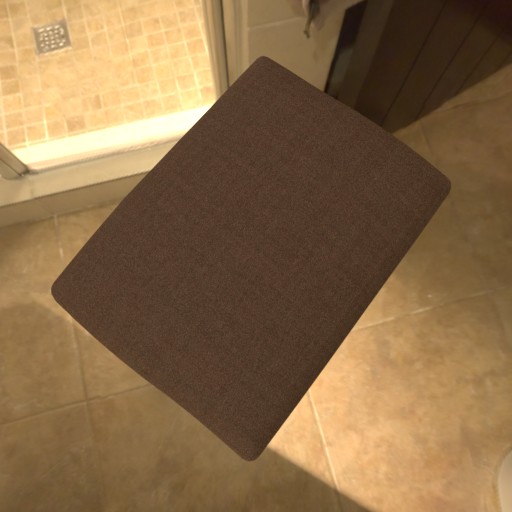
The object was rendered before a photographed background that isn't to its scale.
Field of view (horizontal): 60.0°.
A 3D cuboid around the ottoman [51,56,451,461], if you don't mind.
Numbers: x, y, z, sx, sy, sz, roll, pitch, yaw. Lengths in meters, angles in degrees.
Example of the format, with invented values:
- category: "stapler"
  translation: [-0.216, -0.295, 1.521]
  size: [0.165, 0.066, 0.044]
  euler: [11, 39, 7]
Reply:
- category: "ottoman"
  translation: [0.000, 0.000, 1.203]
  size: [0.599, 0.555, 0.809]
  euler: [37, 79, 9]
